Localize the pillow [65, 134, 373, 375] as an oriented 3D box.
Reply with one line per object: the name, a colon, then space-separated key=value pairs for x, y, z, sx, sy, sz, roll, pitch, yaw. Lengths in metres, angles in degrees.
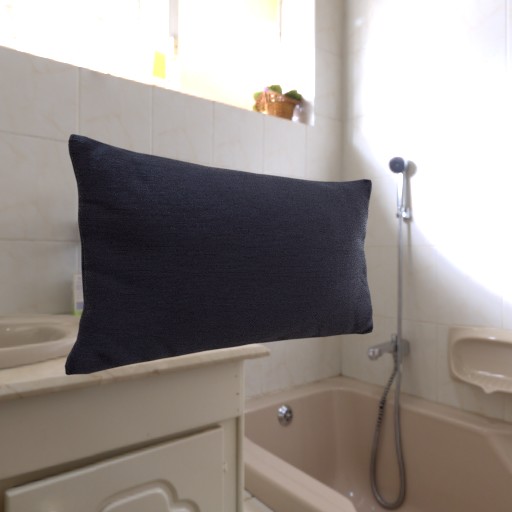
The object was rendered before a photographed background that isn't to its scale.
pillow: x=0.000 y=0.000 z=0.790 sx=0.633 sy=0.338 sz=0.210 roll=0 pitch=-1 yaw=-35
